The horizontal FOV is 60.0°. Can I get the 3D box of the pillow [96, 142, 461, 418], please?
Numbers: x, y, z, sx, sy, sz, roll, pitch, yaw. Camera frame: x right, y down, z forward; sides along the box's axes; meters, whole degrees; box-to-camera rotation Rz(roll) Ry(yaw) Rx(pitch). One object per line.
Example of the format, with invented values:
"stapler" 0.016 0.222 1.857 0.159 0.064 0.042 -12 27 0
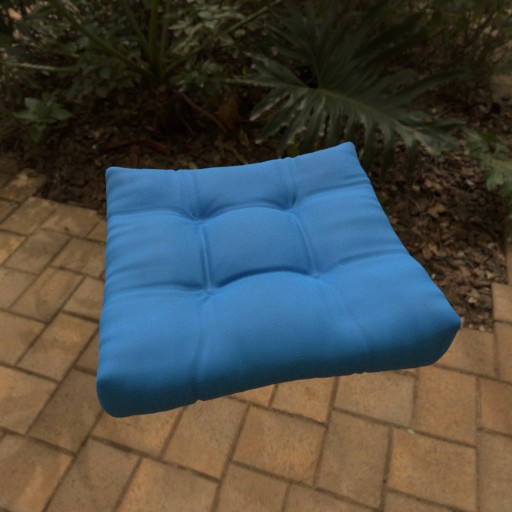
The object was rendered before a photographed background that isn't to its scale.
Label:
"pillow" 0.000 0.000 0.734 0.490 0.128 0.468 -8 47 -8
